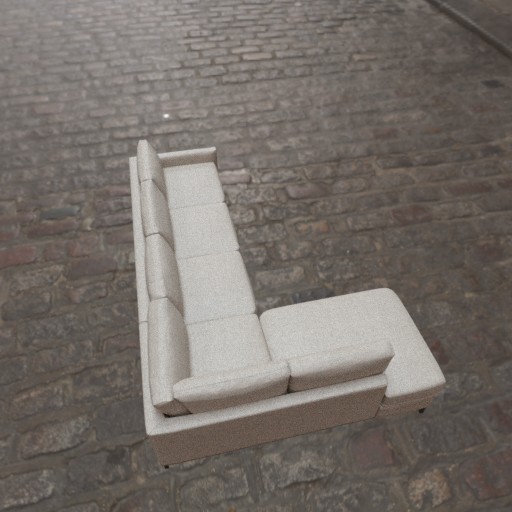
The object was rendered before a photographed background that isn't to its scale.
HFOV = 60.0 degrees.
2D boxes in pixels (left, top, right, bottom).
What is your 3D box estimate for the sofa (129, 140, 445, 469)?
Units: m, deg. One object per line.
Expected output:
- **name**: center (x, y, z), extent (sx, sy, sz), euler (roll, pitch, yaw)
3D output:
- **sofa**: center (0.000, 0.000, 3.122), extent (1.617, 0.703, 2.423), euler (-10, 47, -9)
